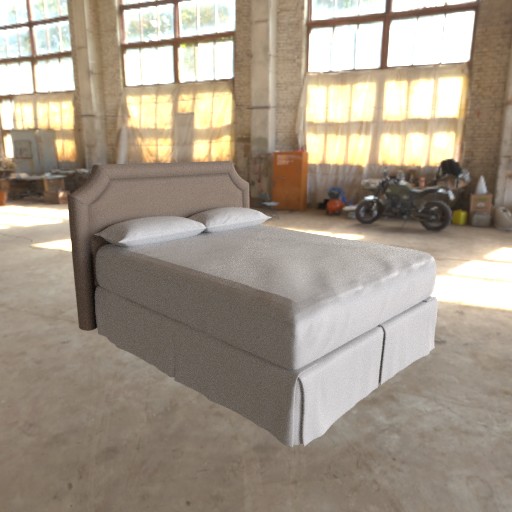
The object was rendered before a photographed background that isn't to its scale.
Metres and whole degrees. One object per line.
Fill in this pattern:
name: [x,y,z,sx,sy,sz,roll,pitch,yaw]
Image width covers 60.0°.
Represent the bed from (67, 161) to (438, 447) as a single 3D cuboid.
bed: [0.000,0.000,3.265,2.164,1.303,1.828,13,19,43]
